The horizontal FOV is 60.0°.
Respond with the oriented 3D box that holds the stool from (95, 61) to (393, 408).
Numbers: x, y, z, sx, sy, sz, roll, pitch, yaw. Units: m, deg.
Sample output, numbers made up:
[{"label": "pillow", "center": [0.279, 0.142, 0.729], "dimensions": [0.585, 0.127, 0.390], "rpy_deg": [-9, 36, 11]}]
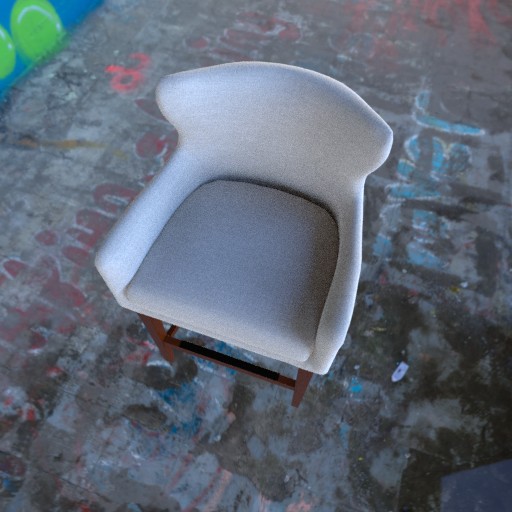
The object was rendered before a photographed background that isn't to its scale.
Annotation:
[{"label": "stool", "center": [0.000, 0.000, 1.388], "dimensions": [0.615, 0.987, 0.637], "rpy_deg": [17, 60, 10]}]
